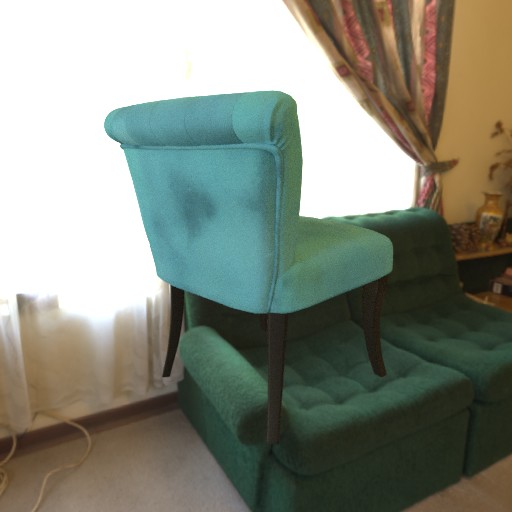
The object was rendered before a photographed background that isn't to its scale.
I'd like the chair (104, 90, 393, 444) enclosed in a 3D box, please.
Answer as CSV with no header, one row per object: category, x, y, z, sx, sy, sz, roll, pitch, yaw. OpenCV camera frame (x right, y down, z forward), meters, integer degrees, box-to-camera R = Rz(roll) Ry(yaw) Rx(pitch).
chair,0.000,0.000,1.171,0.582,0.750,0.605,13,19,43
